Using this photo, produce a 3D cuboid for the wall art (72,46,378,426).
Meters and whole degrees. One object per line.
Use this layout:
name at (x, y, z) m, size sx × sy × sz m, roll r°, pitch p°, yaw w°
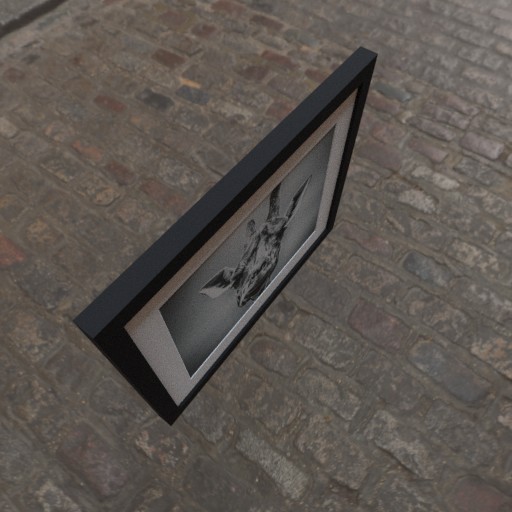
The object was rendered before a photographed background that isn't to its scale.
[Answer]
wall art at (0.000, 0.000, 0.744) m, size 0.031 × 0.457 × 0.558 m, roll 33°, pitch 65°, yaw 18°
